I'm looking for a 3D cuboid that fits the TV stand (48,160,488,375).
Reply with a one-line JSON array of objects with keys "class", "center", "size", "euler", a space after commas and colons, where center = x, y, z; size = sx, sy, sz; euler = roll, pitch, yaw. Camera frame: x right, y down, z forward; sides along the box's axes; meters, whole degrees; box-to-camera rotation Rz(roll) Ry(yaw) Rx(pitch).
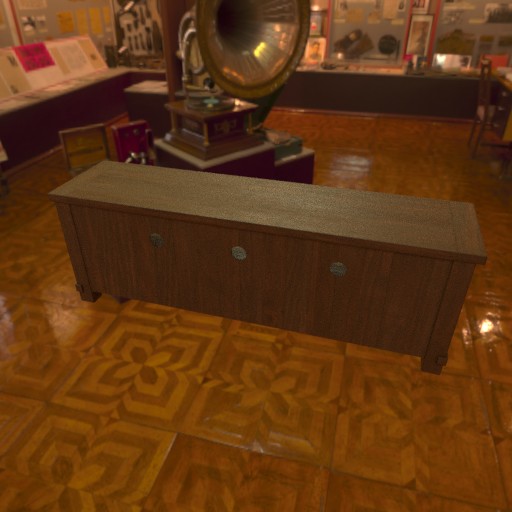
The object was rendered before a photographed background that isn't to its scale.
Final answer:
[{"class": "TV stand", "center": [0.000, 0.000, 2.156], "size": [1.866, 0.615, 0.471], "euler": [9, 33, 14]}]
